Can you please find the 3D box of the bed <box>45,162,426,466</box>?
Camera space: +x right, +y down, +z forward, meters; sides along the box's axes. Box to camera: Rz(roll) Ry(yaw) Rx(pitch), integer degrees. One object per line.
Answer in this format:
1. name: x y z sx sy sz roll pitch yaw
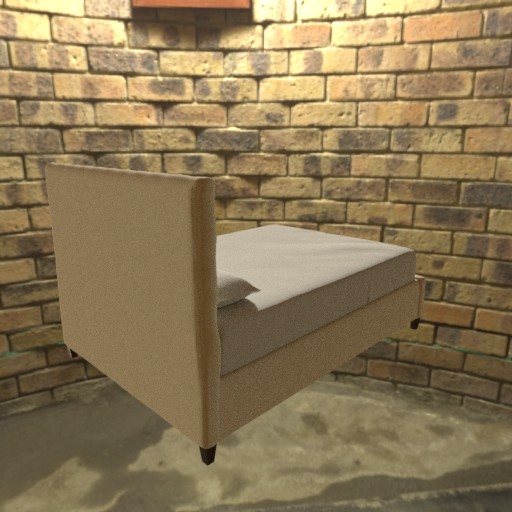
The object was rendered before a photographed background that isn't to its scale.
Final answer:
1. bed: 0.000 0.000 3.390 1.698 1.427 2.387 14 21 43
